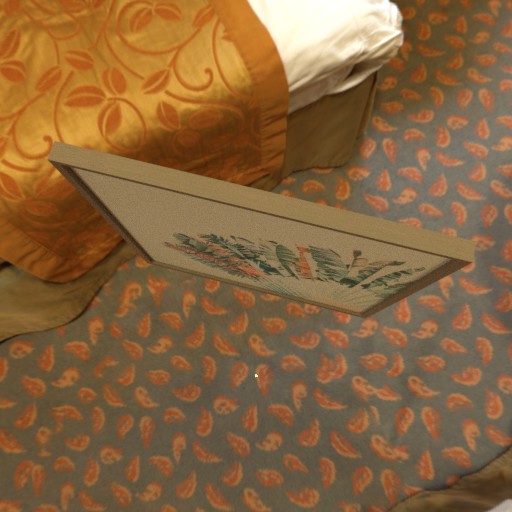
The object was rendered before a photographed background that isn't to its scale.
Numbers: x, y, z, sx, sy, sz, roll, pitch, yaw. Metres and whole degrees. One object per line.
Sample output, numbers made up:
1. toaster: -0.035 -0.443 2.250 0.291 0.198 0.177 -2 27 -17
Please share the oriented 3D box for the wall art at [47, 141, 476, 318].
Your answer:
1. wall art: 0.000 0.000 1.139 0.761 0.758 0.038 14 75 4
